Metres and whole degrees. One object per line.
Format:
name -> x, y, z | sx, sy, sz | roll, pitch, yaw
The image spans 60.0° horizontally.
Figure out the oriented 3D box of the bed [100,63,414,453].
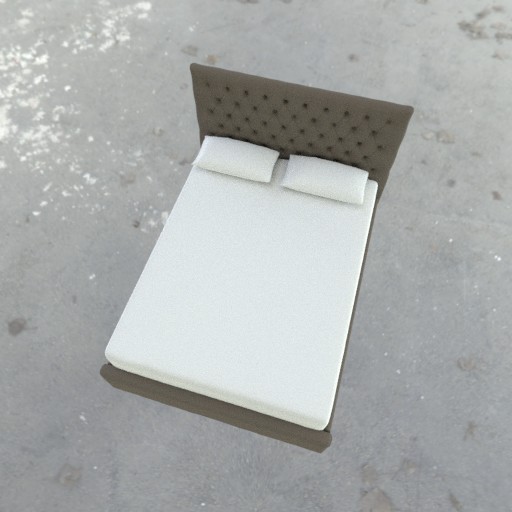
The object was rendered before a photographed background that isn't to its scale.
bed -> 0.000, 0.000, 3.330 | 1.696, 1.426, 2.233 | 15, 61, 8
